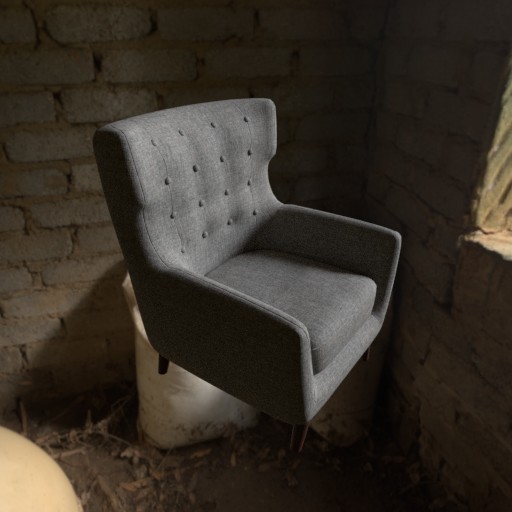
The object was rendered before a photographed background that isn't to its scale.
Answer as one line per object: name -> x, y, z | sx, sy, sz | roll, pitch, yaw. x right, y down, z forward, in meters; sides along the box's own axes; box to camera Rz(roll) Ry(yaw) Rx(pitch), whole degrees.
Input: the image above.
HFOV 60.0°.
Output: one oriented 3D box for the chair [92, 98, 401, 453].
chair -> 0.000, 0.000, 1.760 | 0.904, 1.063, 0.878 | 18, 33, 31
